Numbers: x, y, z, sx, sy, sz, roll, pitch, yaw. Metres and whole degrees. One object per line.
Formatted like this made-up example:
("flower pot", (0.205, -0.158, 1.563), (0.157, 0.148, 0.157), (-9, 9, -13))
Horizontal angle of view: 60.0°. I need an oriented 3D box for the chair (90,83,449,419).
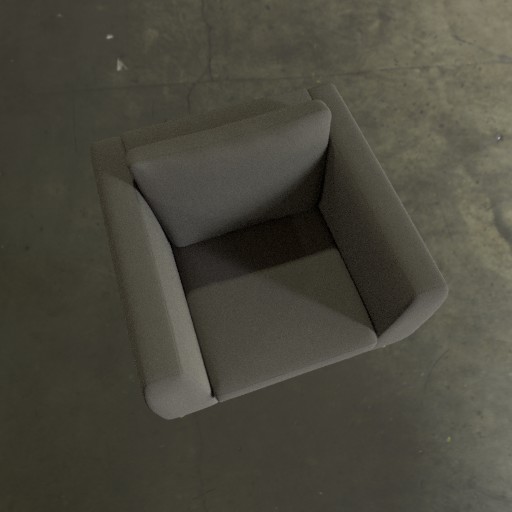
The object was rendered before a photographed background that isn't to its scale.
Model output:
("chair", (0.000, 0.000, 1.693), (1.000, 0.860, 0.930), (-17, 65, -8))
